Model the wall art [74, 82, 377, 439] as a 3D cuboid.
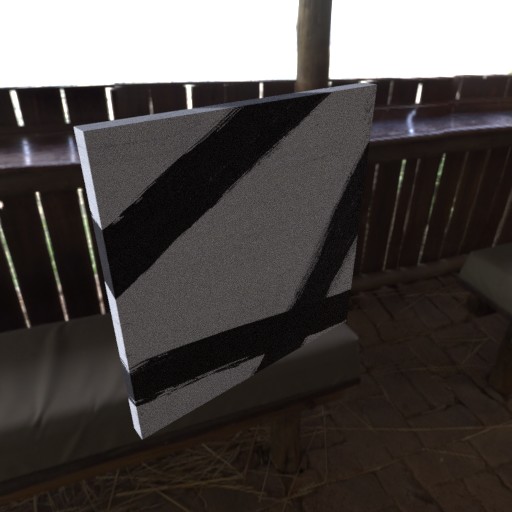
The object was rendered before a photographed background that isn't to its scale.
[{"bbox_3d":[0.000,0.000,1.141,0.765,0.765,0.046,-22,36,-33],"label":"wall art"}]
